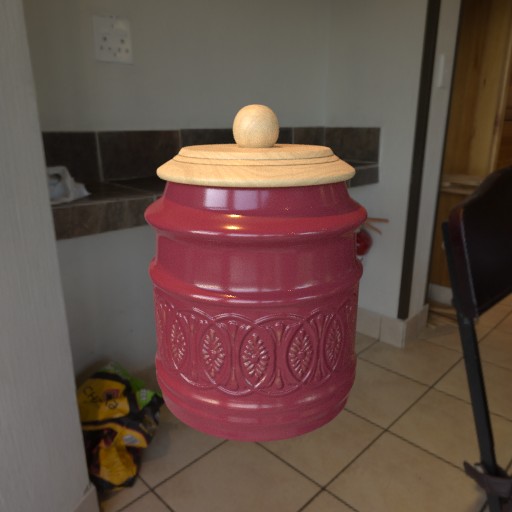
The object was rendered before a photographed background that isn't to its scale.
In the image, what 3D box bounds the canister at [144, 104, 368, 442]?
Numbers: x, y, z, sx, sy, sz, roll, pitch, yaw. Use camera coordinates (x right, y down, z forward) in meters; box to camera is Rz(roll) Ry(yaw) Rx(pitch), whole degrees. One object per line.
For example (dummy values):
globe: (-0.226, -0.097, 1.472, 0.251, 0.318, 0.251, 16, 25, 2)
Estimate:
canister: (0.000, 0.000, 0.273, 0.130, 0.176, 0.130, 0, 17, 0)
